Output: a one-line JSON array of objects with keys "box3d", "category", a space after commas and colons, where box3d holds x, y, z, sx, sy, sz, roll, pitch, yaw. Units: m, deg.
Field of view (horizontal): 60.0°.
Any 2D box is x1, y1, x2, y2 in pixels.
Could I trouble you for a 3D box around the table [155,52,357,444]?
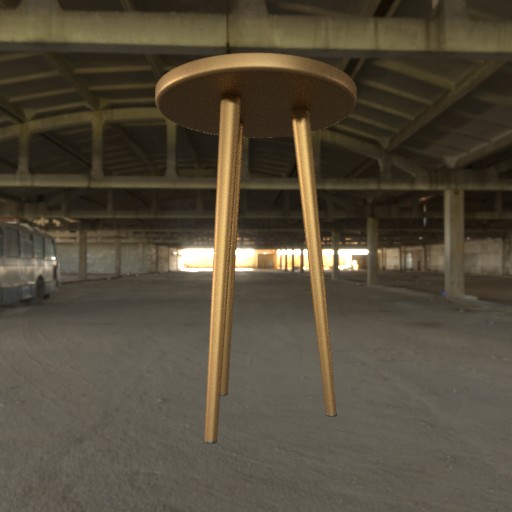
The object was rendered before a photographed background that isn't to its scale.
[{"box3d": [0.000, 0.000, 0.672, 0.299, 0.480, 0.299, 0, -1, -2], "category": "table"}]
